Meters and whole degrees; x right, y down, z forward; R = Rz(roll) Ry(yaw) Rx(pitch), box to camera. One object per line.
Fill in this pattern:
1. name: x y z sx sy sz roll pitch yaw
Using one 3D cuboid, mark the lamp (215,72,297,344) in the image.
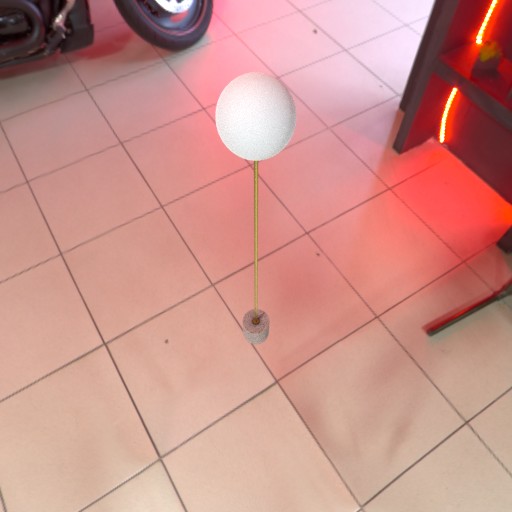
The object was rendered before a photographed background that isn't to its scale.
1. lamp: 0.000 0.000 1.896 0.229 1.748 0.229 0 59 0
